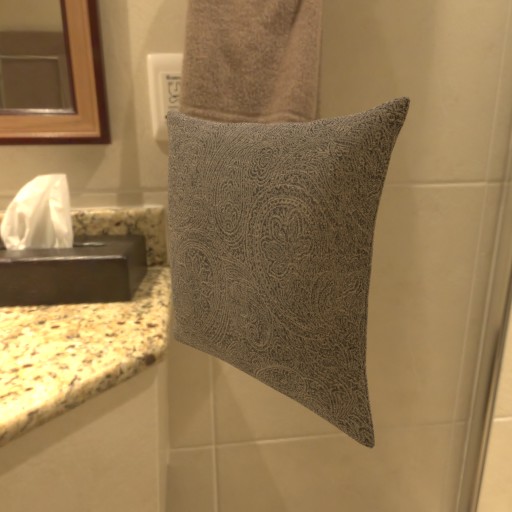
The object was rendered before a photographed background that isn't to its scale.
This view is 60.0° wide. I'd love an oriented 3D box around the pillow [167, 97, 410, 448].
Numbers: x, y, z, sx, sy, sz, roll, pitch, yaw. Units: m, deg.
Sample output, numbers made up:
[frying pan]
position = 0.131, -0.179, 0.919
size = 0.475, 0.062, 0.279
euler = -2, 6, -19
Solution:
[pillow]
position = 0.000, 0.000, 0.789
size = 0.523, 0.510, 0.166
euler = 15, 22, 43
